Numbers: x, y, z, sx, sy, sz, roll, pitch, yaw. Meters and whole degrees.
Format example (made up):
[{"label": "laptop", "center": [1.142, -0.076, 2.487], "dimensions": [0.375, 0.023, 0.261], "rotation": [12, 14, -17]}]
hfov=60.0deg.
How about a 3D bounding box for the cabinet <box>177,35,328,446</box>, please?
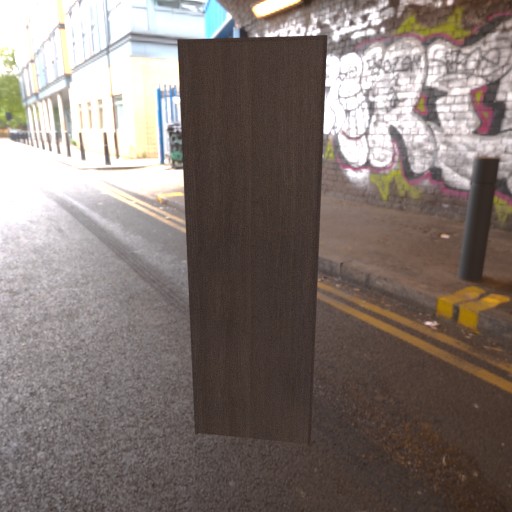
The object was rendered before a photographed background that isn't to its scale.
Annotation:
[{"label": "cabinet", "center": [0.000, 0.000, 1.862], "dimensions": [0.520, 1.630, 0.255], "rotation": [2, 16, 8]}]
